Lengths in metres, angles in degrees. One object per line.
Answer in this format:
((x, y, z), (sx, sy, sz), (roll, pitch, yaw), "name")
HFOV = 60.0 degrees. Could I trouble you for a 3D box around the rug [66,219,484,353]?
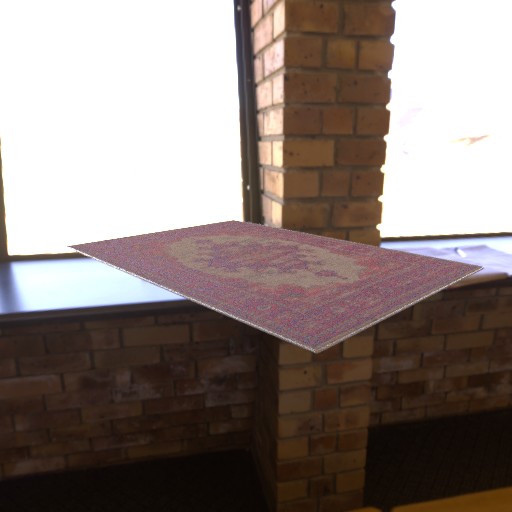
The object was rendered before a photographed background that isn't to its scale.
((0.000, 0.000, 3.657), (2.005, 0.014, 2.878), (-13, 20, -42), "rug")
